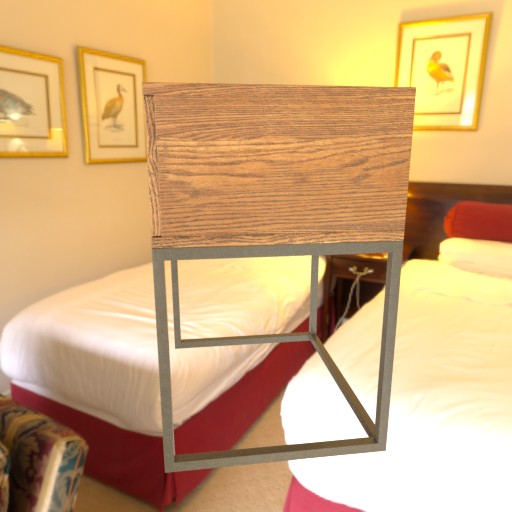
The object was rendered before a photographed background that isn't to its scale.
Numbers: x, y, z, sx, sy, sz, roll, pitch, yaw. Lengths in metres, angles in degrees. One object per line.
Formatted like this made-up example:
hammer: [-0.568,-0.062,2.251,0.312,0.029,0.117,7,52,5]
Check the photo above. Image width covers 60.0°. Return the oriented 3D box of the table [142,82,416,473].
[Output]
table: [0.000,0.000,0.917,0.400,0.610,0.482,-2,14,-8]
